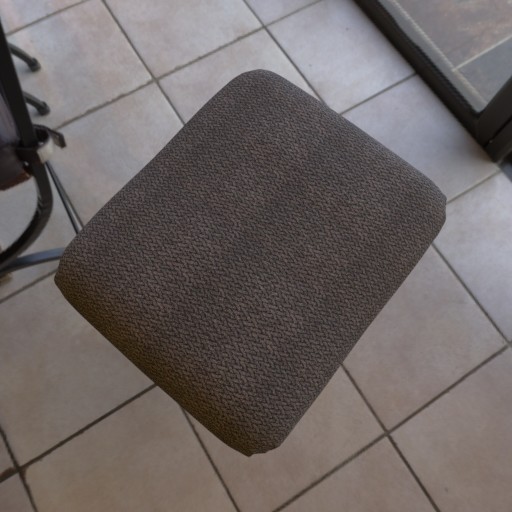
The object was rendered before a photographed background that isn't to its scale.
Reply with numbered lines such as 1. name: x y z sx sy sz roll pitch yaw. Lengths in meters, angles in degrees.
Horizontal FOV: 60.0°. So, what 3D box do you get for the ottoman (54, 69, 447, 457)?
1. ottoman: 0.000 0.000 1.120 0.622 0.450 0.747 38 77 10
